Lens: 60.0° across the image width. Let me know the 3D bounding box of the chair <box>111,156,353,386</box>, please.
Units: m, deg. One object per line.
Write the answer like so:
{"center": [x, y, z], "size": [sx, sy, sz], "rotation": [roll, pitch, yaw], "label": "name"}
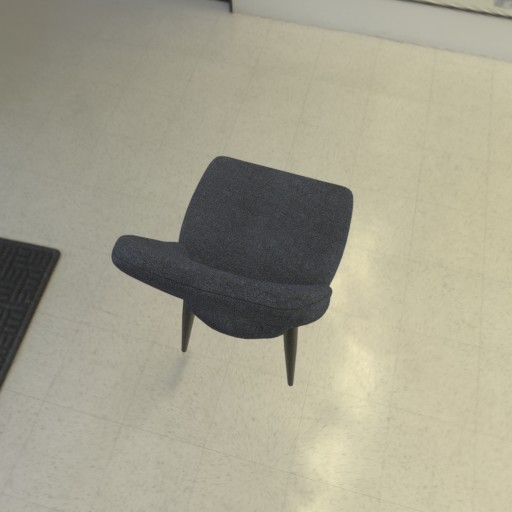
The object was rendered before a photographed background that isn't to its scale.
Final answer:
{"center": [0.000, 0.000, 1.258], "size": [0.470, 0.931, 0.612], "rotation": [16, 65, 8], "label": "chair"}
